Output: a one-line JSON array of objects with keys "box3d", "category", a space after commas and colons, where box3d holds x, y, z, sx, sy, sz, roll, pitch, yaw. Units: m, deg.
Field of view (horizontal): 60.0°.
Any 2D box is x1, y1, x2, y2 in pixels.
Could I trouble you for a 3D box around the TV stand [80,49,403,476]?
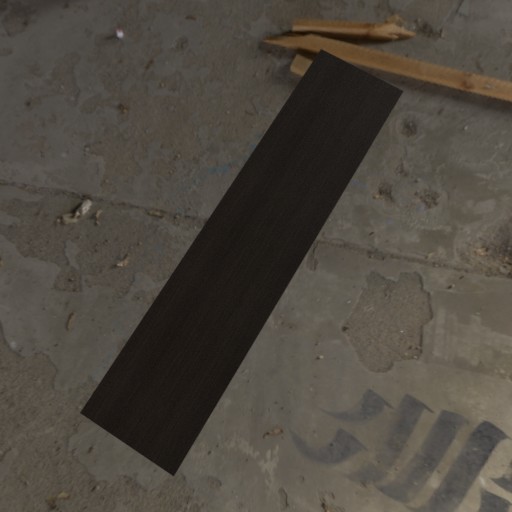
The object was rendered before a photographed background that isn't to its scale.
[{"box3d": [0.000, 0.000, 2.047, 0.406, 0.610, 1.778, 30, 78, 7], "category": "TV stand"}]
